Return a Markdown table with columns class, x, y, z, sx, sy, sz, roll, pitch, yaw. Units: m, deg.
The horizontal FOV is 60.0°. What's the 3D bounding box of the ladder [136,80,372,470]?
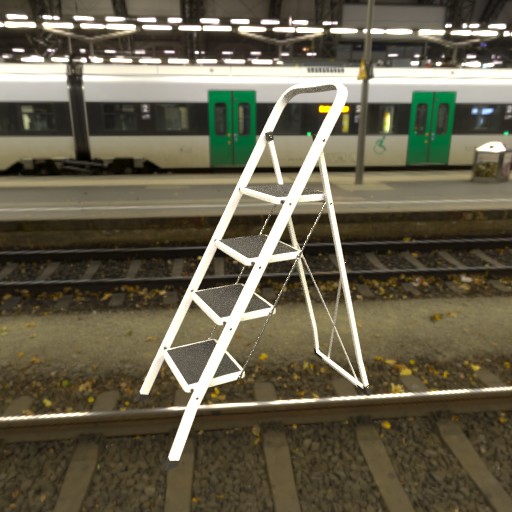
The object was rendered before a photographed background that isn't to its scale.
| class | x | y | z | sx | sy | sz | roll | pitch | yaw |
| --- | --- | --- | --- | --- | --- | --- | --- | --- | --- |
| ladder | 0.000 | 0.000 | 1.703 | 0.914 | 1.265 | 0.460 | -8 | 19 | -26 |
